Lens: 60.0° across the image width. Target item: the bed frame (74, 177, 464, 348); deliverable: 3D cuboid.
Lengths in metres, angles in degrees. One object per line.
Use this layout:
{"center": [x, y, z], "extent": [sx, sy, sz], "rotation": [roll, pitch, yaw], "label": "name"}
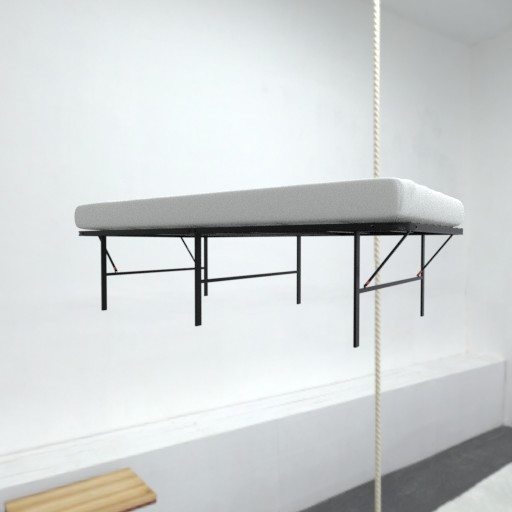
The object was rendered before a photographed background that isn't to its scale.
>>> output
{"center": [0.000, 0.000, 2.387], "extent": [1.903, 0.619, 0.989], "rotation": [1, 2, 36], "label": "bed frame"}
